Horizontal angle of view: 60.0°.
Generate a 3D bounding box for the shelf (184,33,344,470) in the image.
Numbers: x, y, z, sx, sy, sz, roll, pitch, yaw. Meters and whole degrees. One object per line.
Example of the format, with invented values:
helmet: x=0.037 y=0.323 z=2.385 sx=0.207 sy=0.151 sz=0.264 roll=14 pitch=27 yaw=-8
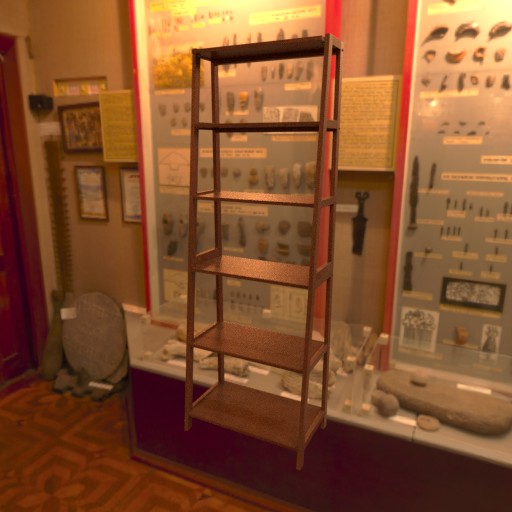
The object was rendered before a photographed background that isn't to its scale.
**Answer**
shelf: x=0.000 y=0.000 z=2.129 sx=0.660 sy=1.892 sz=0.382 roll=7 pitch=16 yaw=26
